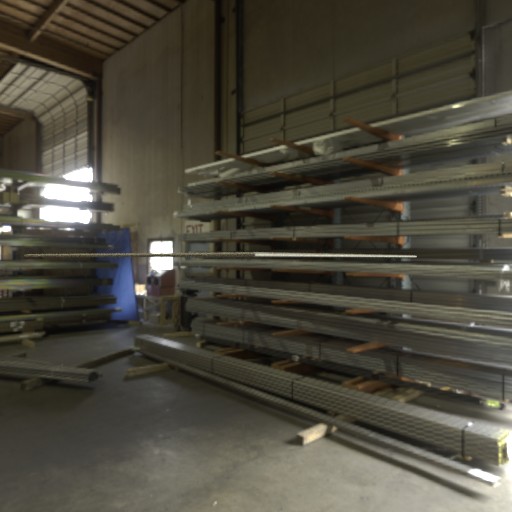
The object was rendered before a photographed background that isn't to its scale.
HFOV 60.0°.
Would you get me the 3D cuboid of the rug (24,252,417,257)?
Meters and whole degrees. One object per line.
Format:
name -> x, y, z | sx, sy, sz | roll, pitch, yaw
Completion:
rug -> 0.000, 0.000, 2.368 | 1.219, 0.012, 1.839 | 0, 0, 34
